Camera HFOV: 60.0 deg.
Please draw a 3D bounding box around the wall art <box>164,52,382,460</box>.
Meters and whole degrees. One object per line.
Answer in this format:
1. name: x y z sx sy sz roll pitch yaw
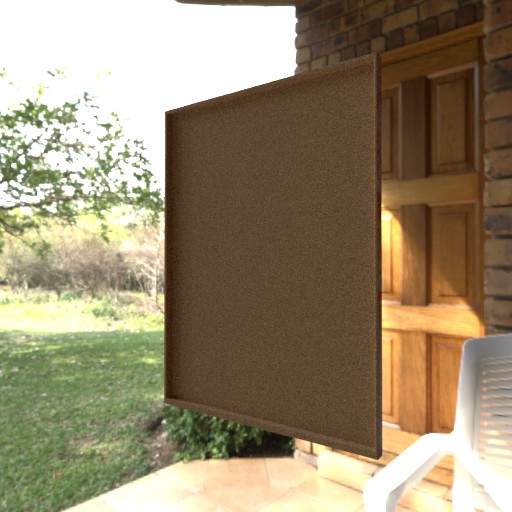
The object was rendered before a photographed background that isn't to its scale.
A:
1. wall art: 0.000 0.000 1.332 0.762 1.015 0.031 0 -1 35
